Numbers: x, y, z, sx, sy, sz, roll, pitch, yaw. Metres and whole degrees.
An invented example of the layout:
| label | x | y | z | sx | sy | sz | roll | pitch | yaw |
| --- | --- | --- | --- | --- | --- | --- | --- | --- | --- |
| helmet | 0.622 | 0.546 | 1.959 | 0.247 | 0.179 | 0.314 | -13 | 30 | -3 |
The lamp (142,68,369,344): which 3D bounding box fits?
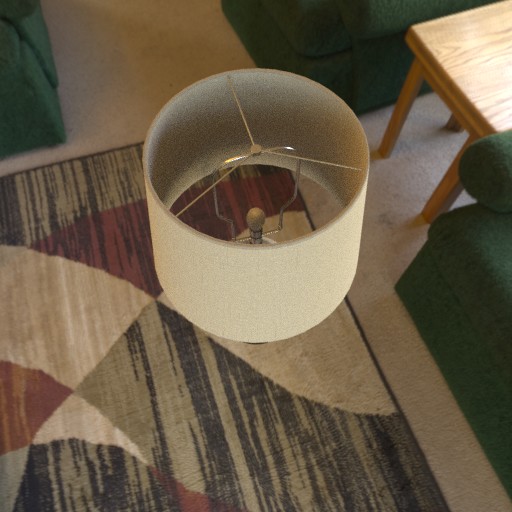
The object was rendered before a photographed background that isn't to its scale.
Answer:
| label | x | y | z | sx | sy | sz | roll | pitch | yaw |
| --- | --- | --- | --- | --- | --- | --- | --- | --- | --- |
| lamp | 0.000 | 0.000 | 0.659 | 0.285 | 0.483 | 0.285 | 0 | 63 | 0 |
